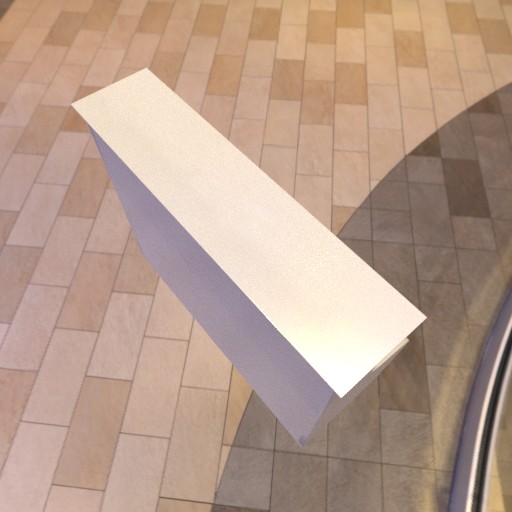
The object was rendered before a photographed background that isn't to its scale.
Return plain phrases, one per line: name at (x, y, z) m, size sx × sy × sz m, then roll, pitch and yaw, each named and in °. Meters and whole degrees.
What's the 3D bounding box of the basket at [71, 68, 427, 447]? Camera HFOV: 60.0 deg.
basket at (0.000, 0.000, 1.079) m, size 0.350 × 0.600 × 0.780 m, roll -36°, pitch 65°, yaw -20°
